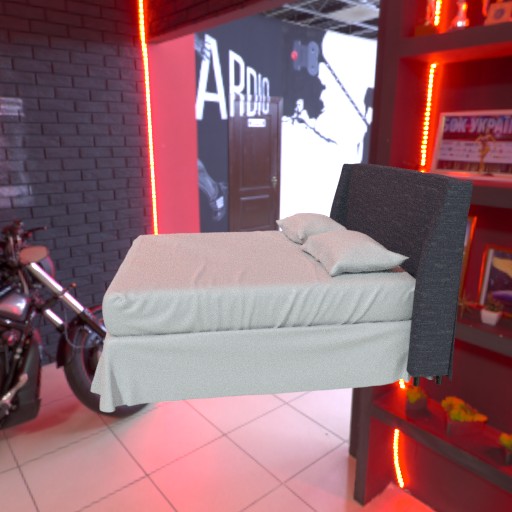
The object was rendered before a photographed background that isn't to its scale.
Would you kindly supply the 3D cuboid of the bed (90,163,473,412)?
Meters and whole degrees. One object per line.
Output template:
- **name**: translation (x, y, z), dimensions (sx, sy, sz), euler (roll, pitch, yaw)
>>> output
- **bed**: translation (0.000, 0.000, 3.442), dimensions (2.276, 1.332, 1.925), euler (-2, 15, -7)
